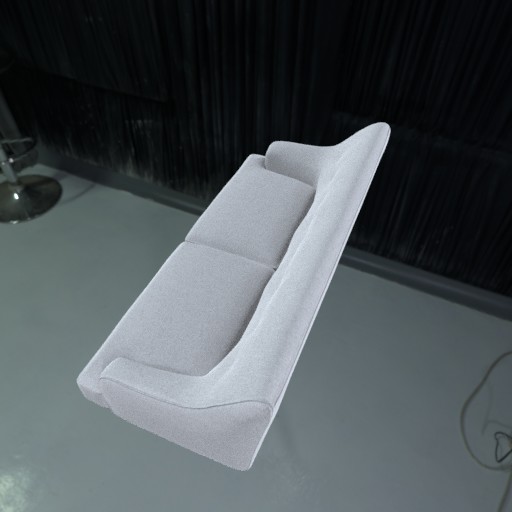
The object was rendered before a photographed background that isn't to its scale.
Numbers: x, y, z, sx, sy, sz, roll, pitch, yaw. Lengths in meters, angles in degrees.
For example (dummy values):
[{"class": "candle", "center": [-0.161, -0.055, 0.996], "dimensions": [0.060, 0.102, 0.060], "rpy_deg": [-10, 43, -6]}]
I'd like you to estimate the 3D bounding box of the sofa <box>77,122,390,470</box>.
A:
[{"class": "sofa", "center": [0.000, 0.000, 2.512], "dimensions": [0.978, 0.871, 2.057], "rpy_deg": [17, 49, 16]}]
